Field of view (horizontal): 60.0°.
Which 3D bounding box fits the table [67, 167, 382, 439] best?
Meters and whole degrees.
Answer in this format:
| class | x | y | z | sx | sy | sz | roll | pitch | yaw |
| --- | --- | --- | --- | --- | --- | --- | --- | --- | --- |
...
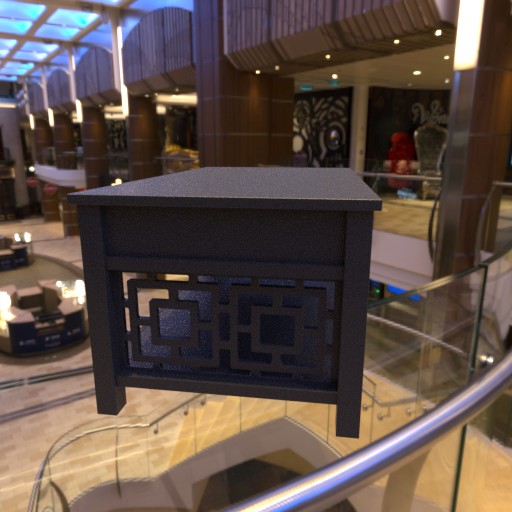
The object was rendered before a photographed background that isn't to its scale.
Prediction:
| class | x | y | z | sx | sy | sz | roll | pitch | yaw |
| --- | --- | --- | --- | --- | --- | --- | --- | --- | --- |
| table | 0.000 | 0.000 | 1.394 | 0.612 | 0.493 | 1.068 | 2 | 14 | 8 |
